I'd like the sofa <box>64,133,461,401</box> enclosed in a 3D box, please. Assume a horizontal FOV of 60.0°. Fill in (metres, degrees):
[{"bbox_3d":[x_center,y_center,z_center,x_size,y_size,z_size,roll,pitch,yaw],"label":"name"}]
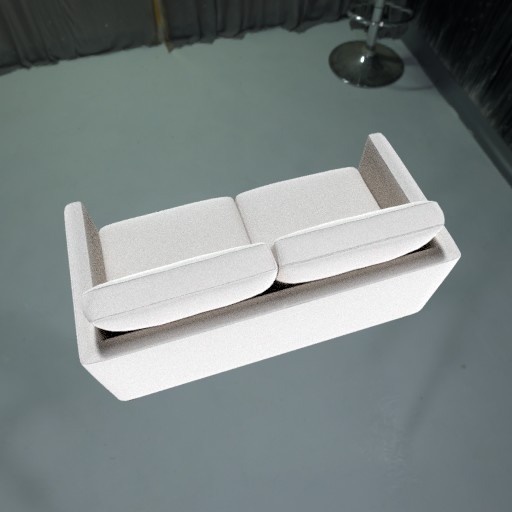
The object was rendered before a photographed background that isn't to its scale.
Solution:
[{"bbox_3d":[0.000,0.000,2.289,1.722,0.888,0.873,-15,60,-9],"label":"sofa"}]
